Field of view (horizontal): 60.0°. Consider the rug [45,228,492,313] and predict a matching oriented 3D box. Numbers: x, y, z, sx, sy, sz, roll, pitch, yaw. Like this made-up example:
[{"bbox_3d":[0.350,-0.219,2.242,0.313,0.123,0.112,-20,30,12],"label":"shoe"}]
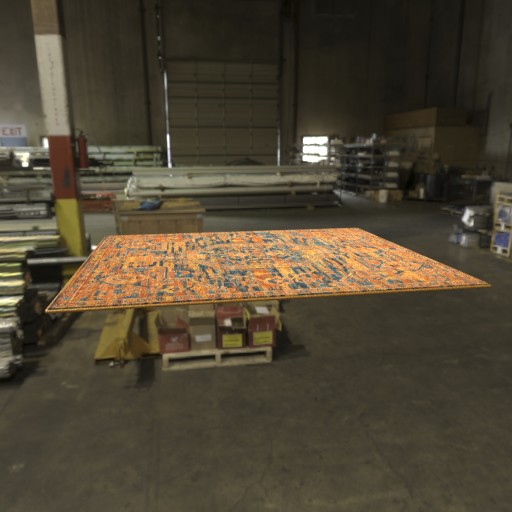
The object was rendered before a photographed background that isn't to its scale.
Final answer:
[{"bbox_3d":[0.000,0.000,4.111,3.040,0.031,2.435,-2,14,-10],"label":"rug"}]
